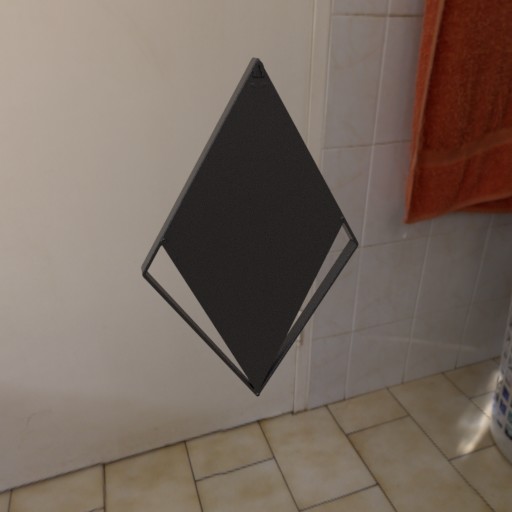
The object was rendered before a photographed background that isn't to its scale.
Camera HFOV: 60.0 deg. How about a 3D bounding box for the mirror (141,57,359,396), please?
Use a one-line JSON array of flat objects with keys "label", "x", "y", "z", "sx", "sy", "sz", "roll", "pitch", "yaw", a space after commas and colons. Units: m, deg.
[{"label": "mirror", "x": 0.000, "y": 0.000, "z": 0.831, "sx": 0.419, "sy": 0.679, "sz": 0.032, "roll": -8, "pitch": 28, "yaw": -15}]
